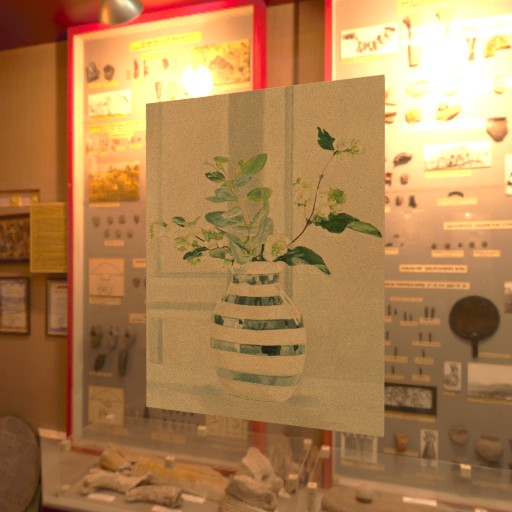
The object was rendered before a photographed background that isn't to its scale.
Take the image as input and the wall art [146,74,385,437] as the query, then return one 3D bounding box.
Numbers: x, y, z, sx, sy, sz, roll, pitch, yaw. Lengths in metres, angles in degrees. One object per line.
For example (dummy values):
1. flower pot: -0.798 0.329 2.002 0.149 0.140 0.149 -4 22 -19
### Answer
1. wall art: 0.000 0.000 1.641 0.914 1.212 0.038 0 1 19
